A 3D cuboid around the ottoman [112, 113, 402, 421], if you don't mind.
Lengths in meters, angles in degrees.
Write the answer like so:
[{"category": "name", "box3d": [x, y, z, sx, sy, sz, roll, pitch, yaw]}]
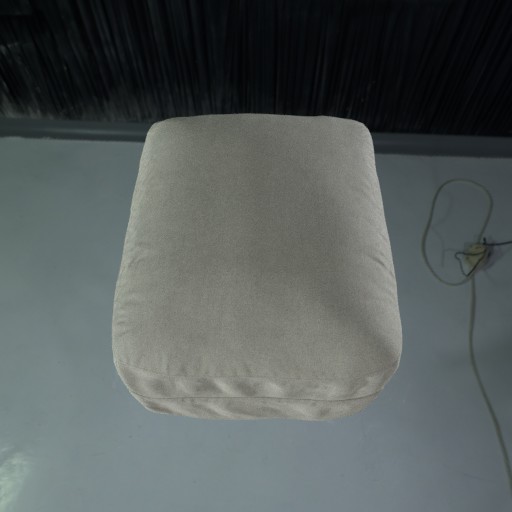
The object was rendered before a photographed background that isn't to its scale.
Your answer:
[{"category": "ottoman", "box3d": [0.000, 0.000, 1.098, 0.584, 0.480, 0.712, 0, 60, 0]}]
